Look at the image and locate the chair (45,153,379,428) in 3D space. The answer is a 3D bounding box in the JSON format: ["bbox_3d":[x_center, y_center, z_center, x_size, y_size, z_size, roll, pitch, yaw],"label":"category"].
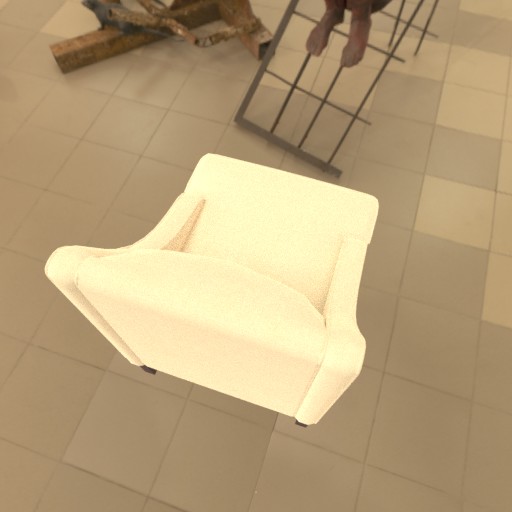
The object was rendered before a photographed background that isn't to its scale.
[{"bbox_3d":[0.000,0.000,1.418,0.689,0.886,0.806,16,63,9],"label":"chair"}]
